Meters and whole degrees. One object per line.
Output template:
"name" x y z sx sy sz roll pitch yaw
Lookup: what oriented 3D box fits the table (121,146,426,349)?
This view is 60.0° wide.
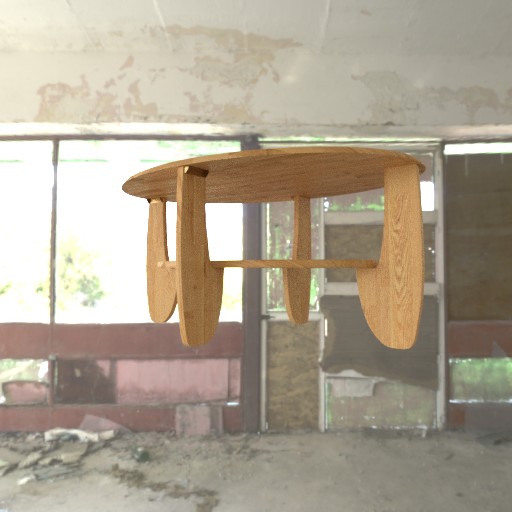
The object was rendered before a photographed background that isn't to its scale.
"table" 0.000 0.000 1.420 1.040 0.490 0.690 -1 -2 36
